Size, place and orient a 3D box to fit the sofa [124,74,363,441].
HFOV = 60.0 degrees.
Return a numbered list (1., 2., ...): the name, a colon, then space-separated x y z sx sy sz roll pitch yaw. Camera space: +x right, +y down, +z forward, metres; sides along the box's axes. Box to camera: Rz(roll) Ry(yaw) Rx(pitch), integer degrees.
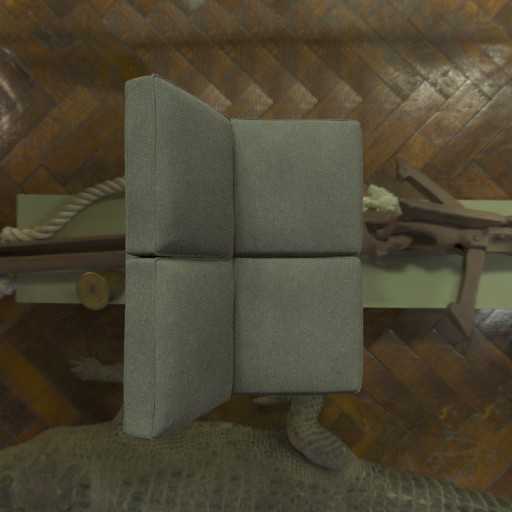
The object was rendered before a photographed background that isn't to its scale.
1. sofa: 0.000 0.000 1.929 0.951 1.008 1.237 0 89 -1
